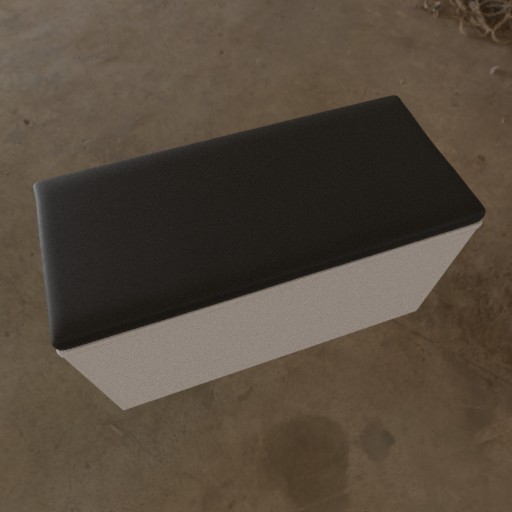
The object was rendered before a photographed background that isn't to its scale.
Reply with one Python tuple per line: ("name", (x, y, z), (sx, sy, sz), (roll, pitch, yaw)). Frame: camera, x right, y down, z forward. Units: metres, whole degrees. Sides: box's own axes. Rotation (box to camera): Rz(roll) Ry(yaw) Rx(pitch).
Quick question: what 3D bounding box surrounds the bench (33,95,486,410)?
("bench", (0.000, 0.000, 1.151), (0.899, 0.500, 0.401), (-16, 60, -10))
